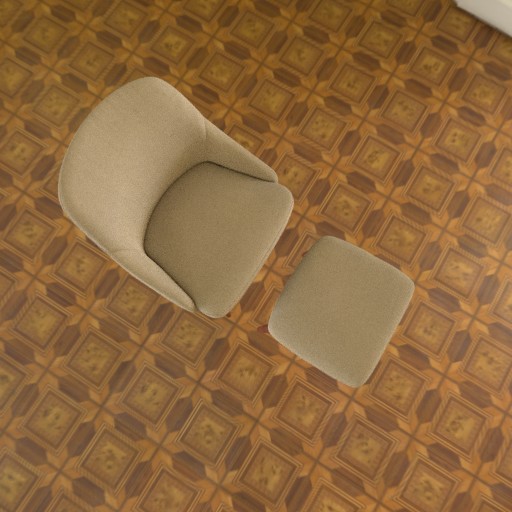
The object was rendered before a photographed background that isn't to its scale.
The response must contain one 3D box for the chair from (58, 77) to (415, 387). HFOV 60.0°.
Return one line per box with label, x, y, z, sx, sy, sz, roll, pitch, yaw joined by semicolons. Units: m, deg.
chair;0.000;0.000;1.578;1.114;0.866;0.584;31;79;6
